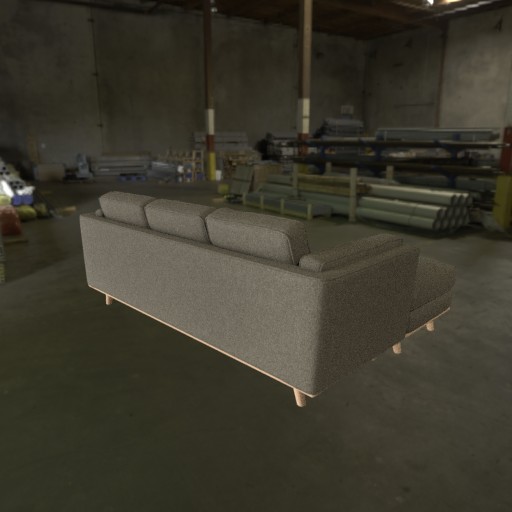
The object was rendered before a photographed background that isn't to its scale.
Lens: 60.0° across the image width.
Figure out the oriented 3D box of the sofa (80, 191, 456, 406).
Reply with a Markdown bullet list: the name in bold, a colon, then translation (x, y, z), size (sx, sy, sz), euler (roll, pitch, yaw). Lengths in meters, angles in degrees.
- **sofa**: translation (0.000, 0.000, 3.276), size (2.411, 0.929, 1.604), euler (14, 20, 43)
